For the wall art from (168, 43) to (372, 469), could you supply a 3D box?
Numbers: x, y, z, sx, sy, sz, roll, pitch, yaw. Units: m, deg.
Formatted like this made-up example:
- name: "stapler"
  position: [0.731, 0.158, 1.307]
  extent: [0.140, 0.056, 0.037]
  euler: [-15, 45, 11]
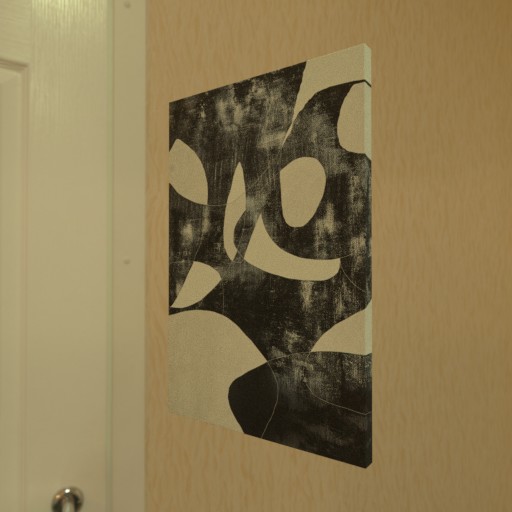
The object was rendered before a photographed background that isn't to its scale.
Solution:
- name: "wall art"
  position: [0.000, 0.000, 1.147]
  extent: [0.610, 0.915, 0.041]
  euler: [0, -1, 36]
